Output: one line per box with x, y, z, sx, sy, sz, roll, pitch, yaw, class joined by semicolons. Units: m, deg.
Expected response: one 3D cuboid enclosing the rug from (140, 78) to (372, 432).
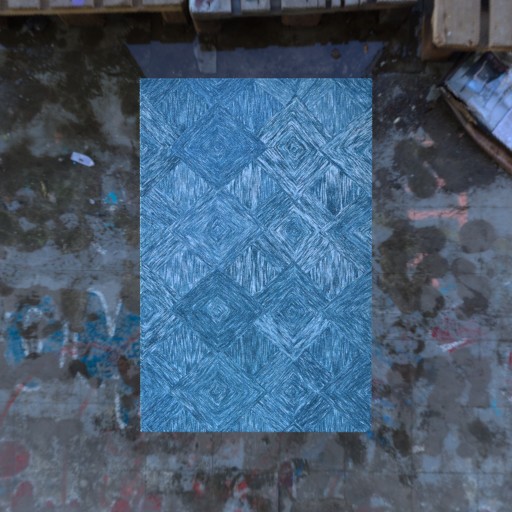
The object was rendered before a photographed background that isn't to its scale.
0.000;0.000;2.856;1.490;0.015;2.277;0;90;0;rug
